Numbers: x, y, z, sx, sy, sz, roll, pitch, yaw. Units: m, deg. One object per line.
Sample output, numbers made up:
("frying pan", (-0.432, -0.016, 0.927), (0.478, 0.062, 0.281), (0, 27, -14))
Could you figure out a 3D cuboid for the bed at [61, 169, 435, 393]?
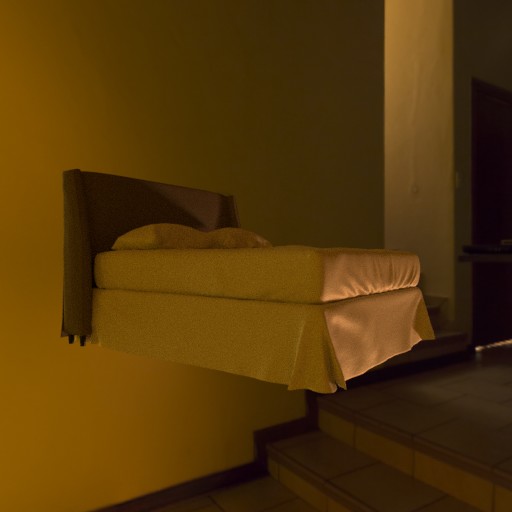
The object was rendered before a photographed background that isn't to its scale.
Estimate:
("bed", (0.000, 0.000, 3.435), (2.276, 1.332, 1.925), (0, 0, 37))
